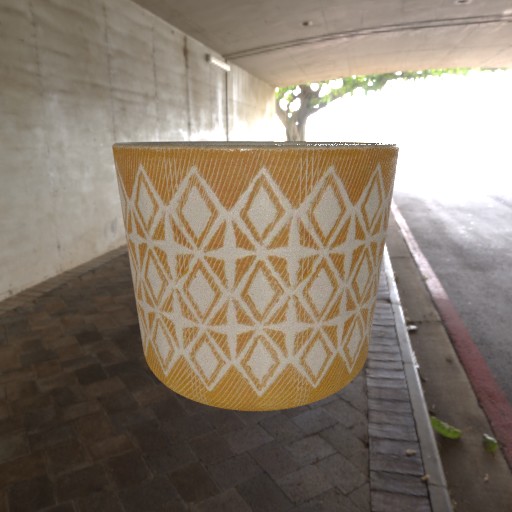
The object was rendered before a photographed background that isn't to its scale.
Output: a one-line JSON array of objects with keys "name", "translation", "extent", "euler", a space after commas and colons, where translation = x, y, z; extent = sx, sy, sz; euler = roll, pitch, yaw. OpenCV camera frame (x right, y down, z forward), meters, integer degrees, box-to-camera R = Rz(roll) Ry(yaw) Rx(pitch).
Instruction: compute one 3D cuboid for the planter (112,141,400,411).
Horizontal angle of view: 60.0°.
[{"name": "planter", "translation": [0.000, 0.000, 0.332], "extent": [0.193, 0.165, 0.193], "euler": [0, 15, 0]}]
